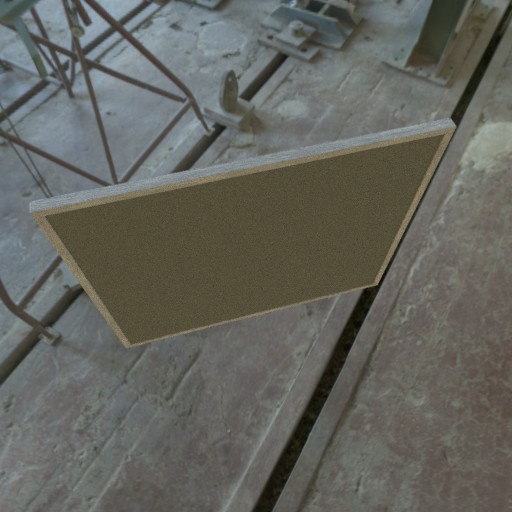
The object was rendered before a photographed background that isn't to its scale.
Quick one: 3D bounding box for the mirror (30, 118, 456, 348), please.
[{"bbox_3d":[0.000,0.000,1.140,0.839,0.689,0.028,-13,59,-8],"label":"mirror"}]
